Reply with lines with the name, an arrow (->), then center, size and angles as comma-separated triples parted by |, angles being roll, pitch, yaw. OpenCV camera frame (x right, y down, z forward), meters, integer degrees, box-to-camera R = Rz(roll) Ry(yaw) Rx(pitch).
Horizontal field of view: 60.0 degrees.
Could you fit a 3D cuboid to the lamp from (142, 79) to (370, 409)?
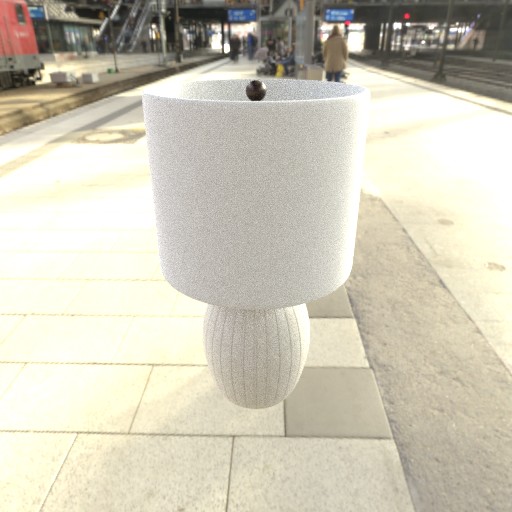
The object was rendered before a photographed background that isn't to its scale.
lamp -> 0.000, 0.000, 0.770 | 0.328, 0.570, 0.328 | 0, 26, 0
